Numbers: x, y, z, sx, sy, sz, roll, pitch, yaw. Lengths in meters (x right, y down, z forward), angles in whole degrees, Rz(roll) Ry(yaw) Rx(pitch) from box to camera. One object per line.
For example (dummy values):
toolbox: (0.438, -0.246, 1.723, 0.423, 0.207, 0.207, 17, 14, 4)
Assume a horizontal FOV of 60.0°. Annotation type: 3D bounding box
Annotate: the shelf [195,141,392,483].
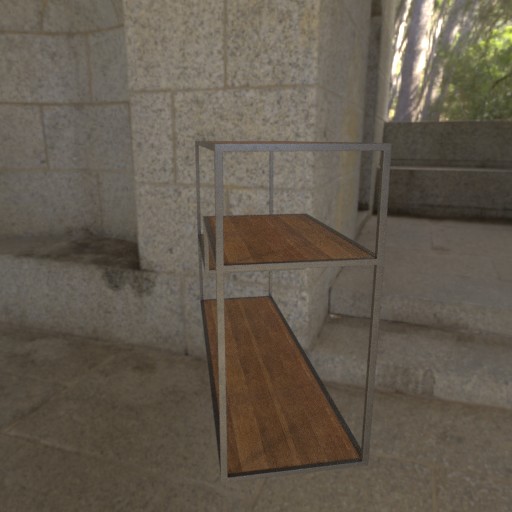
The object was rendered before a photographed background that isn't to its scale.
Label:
shelf: (0.000, 0.000, 1.532, 0.361, 0.765, 1.201, -2, 15, -9)
